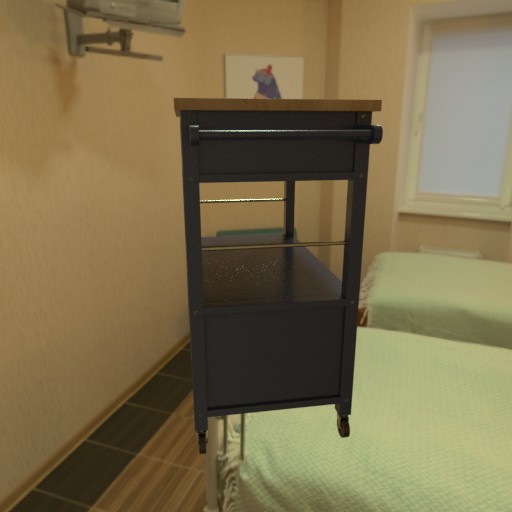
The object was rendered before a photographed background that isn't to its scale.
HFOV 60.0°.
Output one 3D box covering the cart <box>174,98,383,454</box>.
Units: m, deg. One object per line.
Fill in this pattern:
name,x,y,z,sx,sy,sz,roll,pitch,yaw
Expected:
cart,0.000,0.000,1.401,0.459,0.901,0.840,-3,17,-9
